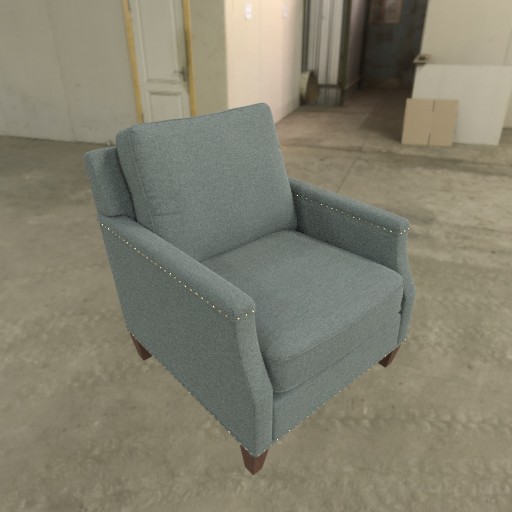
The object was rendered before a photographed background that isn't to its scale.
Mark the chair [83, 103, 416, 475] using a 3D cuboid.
[{"bbox_3d":[0.000,0.000,1.785,0.885,1.031,1.031,-24,37,-35],"label":"chair"}]
